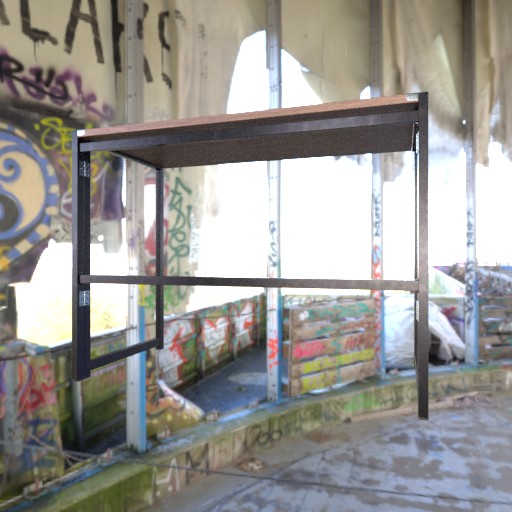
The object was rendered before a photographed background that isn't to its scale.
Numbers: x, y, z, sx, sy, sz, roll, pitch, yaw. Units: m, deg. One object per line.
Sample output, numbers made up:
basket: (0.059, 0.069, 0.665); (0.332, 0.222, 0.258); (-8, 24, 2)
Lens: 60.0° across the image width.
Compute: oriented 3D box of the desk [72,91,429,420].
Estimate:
desk: (0.000, 0.000, 1.427); (1.016, 0.762, 0.508); (0, 0, 19)
